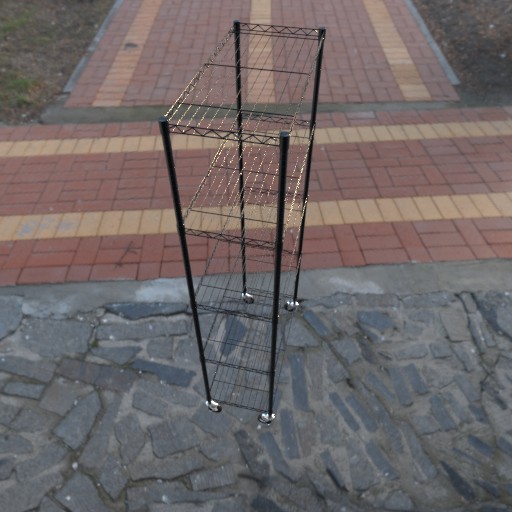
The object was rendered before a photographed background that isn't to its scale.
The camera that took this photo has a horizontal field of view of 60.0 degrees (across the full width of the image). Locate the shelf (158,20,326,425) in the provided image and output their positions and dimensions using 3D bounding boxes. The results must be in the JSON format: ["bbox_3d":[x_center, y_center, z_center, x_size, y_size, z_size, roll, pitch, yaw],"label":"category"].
[{"bbox_3d":[0.000,0.000,1.924,0.356,1.645,0.762,10,47,9],"label":"shelf"}]
